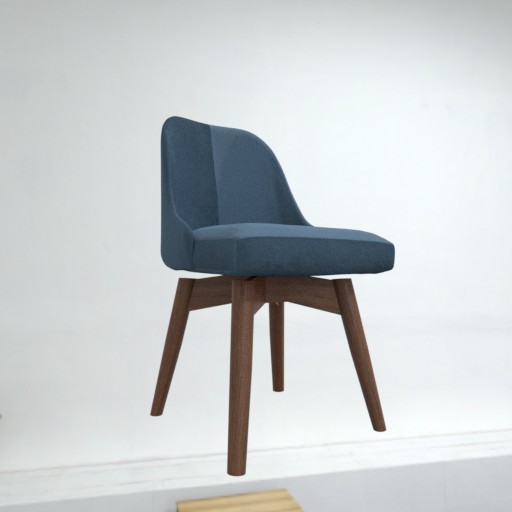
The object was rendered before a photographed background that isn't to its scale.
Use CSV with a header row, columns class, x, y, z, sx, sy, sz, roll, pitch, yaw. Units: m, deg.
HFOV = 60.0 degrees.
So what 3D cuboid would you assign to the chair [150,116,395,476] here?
class,x,y,z,sx,sy,sz,roll,pitch,yaw
chair,0.000,0.000,1.213,0.503,0.882,0.589,1,-2,-34
